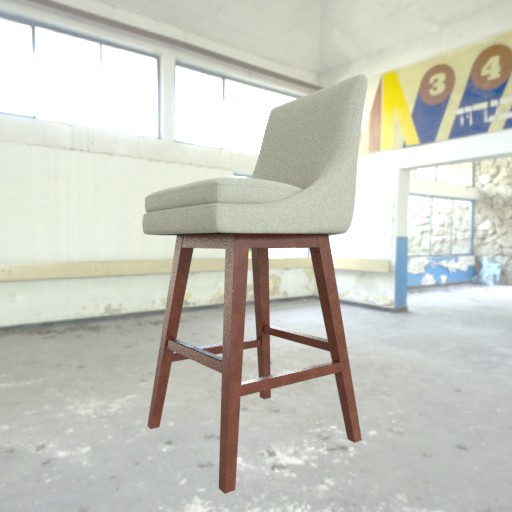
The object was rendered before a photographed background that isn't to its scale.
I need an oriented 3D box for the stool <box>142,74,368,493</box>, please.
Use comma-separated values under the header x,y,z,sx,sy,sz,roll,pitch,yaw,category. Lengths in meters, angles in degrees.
x,y,z,sx,sy,sz,roll,pitch,yaw,category
0.000,0.000,1.360,0.559,1.092,0.470,-1,2,-36,stool
